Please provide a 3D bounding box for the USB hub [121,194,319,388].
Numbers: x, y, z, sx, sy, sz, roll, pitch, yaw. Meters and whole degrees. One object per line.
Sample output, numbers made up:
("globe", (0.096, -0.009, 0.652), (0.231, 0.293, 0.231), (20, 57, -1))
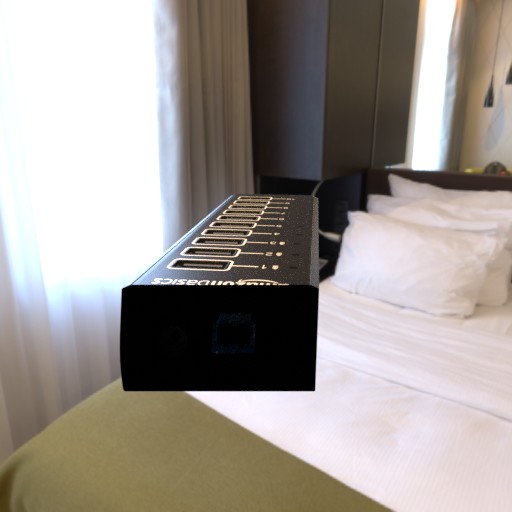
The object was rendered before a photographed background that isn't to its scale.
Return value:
("USB hub", (0.000, 0.000, 0.161), (0.044, 0.023, 0.145), (2, 17, 7))
